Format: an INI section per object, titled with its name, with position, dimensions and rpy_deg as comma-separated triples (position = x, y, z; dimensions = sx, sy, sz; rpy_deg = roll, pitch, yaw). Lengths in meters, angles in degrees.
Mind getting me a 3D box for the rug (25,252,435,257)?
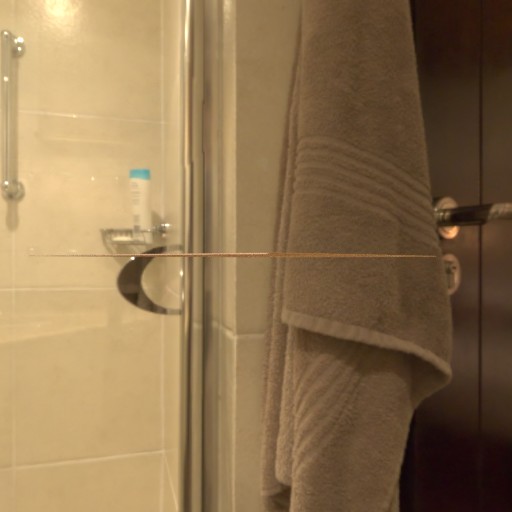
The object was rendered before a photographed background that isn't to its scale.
[rug]
position = 0.000, 0.000, 4.173
dimensions = 2.451, 0.008, 3.143
rpy_deg = 0, 0, 37
